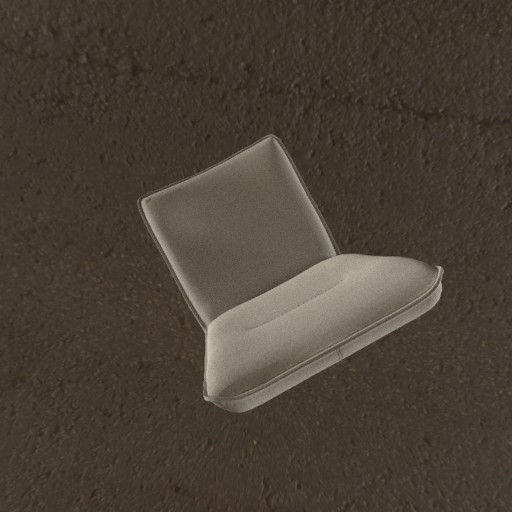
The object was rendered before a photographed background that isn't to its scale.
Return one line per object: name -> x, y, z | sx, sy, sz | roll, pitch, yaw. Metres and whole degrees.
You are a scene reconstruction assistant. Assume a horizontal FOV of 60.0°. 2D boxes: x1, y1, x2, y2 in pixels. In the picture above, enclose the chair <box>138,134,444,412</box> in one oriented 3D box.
chair -> 0.000, 0.000, 1.316 | 0.515, 0.930, 0.688 | -27, 78, -6
